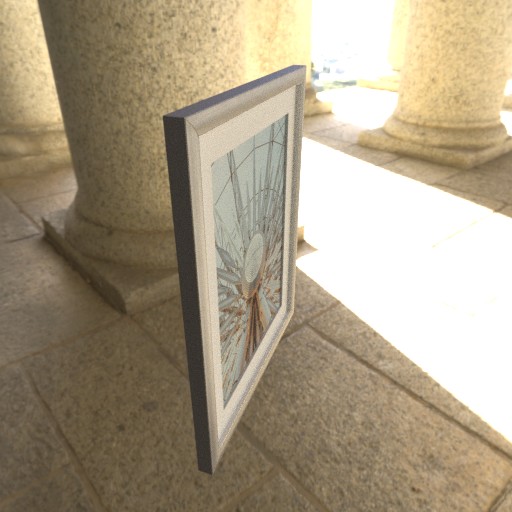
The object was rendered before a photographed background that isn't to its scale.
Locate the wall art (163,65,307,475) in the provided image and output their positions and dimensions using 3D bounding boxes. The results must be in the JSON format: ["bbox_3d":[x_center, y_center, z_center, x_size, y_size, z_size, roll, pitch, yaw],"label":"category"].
[{"bbox_3d":[0.000,0.000,0.760,0.029,0.558,0.458,11,31,18],"label":"wall art"}]
